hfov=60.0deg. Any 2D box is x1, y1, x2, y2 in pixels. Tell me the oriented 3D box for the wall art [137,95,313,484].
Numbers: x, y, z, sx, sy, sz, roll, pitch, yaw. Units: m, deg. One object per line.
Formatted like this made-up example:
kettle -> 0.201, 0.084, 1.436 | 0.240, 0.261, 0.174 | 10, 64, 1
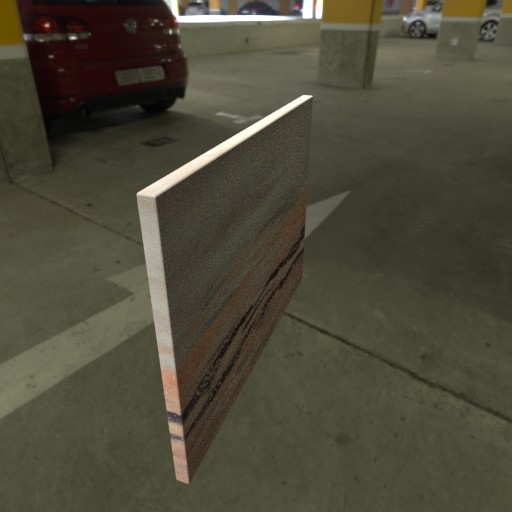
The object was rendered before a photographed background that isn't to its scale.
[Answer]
wall art -> 0.000, 0.000, 1.329 | 0.038, 0.763, 1.015 | 11, 31, 18
